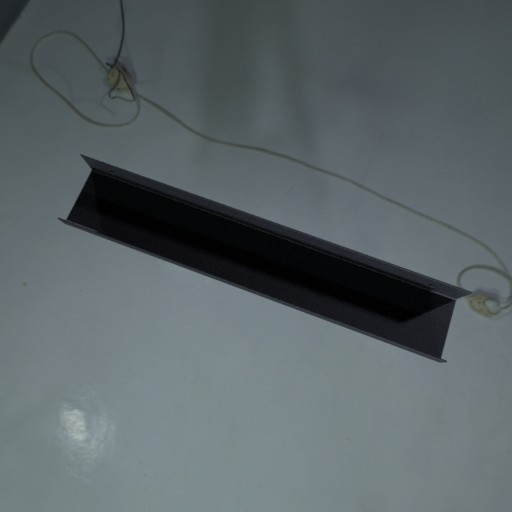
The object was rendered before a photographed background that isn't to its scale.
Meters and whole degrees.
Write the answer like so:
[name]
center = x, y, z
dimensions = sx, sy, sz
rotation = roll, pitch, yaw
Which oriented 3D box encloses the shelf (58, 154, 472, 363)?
[shelf]
center = 0.000, 0.000, 0.656
dimensions = 0.605, 0.053, 0.102
rotation = 20, 76, 5
